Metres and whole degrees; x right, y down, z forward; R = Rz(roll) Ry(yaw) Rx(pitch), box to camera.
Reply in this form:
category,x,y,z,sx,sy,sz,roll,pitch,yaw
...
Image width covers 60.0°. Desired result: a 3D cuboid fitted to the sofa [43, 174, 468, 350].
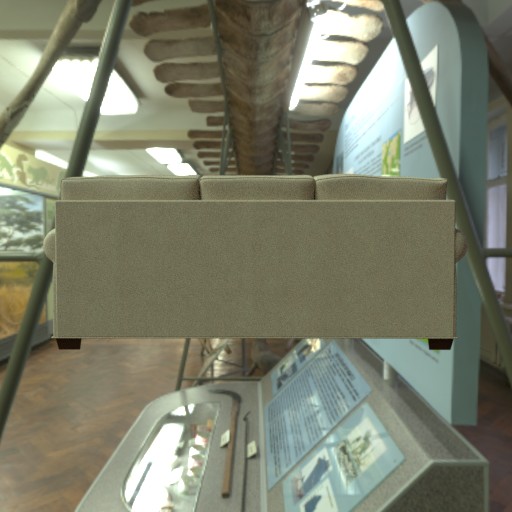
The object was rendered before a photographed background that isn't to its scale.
category,x,y,z,sx,sy,sz,roll,pitch,yaw
sofa,0.000,0.000,2.386,1.770,0.734,1.226,0,1,0
